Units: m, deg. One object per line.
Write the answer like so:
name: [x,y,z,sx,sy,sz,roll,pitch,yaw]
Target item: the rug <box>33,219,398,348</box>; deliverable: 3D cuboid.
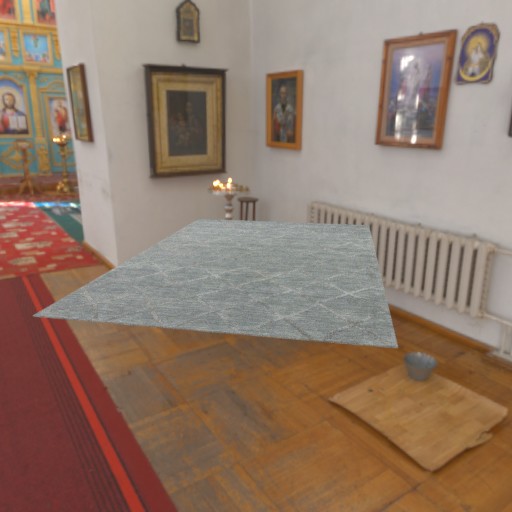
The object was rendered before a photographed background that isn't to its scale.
rug: [0.000,0.000,2.858,1.521,0.006,2.283,3,16,11]
